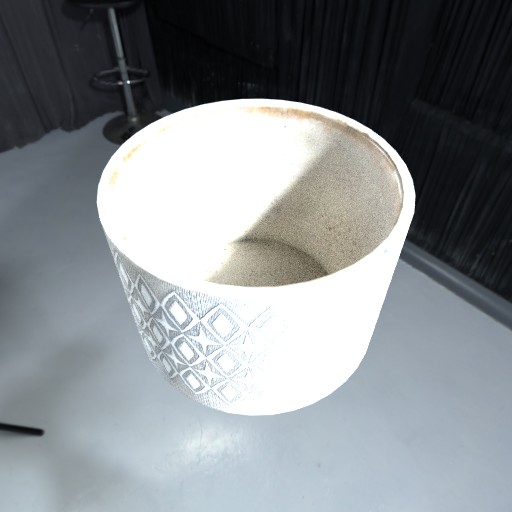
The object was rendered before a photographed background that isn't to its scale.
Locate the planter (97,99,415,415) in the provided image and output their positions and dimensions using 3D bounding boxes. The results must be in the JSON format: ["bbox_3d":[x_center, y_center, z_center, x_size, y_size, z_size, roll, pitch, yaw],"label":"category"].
[{"bbox_3d":[0.000,0.000,0.319,0.186,0.144,0.186,0,47,0],"label":"planter"}]
